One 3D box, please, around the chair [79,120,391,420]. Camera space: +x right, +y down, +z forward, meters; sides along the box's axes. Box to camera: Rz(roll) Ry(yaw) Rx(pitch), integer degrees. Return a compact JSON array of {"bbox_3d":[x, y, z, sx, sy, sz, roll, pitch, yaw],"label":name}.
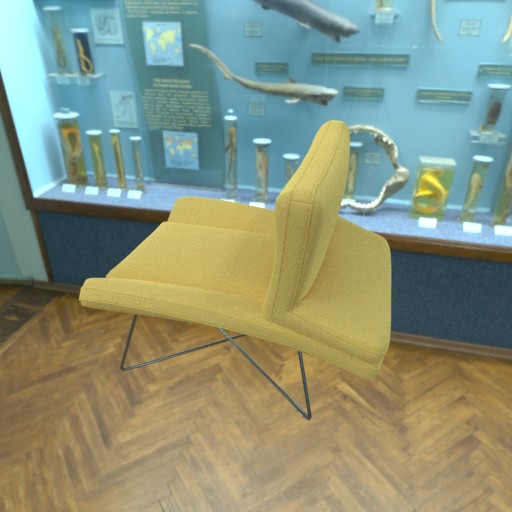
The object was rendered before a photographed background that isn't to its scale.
[{"bbox_3d":[0.000,0.000,1.666,1.008,0.855,0.859,8,30,13],"label":"chair"}]
